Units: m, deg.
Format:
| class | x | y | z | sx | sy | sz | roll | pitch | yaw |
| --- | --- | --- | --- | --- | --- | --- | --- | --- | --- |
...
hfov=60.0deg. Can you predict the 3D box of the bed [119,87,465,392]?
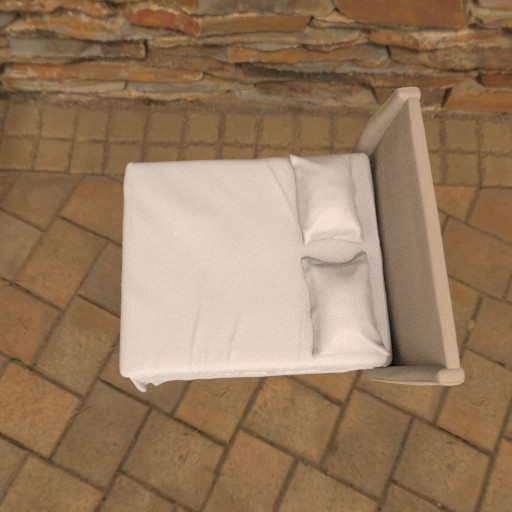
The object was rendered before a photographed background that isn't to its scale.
| class | x | y | z | sx | sy | sz | roll | pitch | yaw |
| --- | --- | --- | --- | --- | --- | --- | --- | --- | --- |
| bed | 0.000 | 0.000 | 3.317 | 2.276 | 1.332 | 1.925 | -3 | 76 | -1 |
